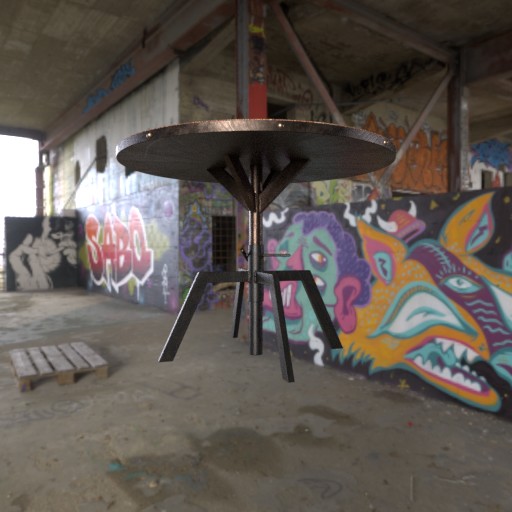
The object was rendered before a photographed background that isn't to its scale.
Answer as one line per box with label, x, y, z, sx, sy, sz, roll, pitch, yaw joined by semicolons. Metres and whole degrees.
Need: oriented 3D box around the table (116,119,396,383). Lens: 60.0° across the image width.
table;0.000;0.000;1.477;0.885;0.658;0.885;0;1;0
